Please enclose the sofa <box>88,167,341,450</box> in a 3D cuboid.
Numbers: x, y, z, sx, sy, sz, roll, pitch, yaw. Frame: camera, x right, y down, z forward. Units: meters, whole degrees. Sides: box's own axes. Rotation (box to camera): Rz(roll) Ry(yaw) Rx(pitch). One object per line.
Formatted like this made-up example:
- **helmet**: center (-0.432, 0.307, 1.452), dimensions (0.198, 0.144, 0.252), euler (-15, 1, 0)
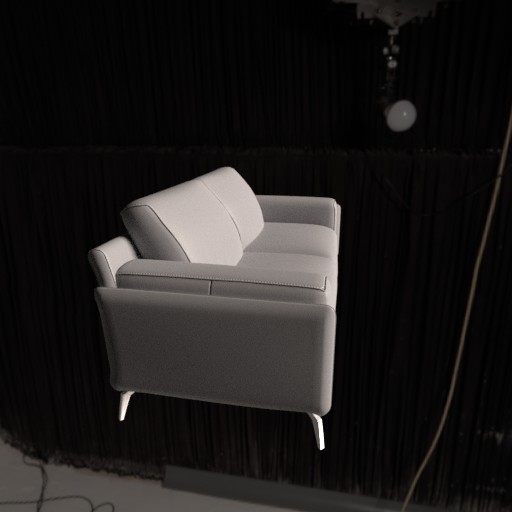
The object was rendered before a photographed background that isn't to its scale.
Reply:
- **sofa**: center (0.000, 0.000, 2.629), dimensions (0.969, 0.900, 2.100), euler (3, 17, 10)
